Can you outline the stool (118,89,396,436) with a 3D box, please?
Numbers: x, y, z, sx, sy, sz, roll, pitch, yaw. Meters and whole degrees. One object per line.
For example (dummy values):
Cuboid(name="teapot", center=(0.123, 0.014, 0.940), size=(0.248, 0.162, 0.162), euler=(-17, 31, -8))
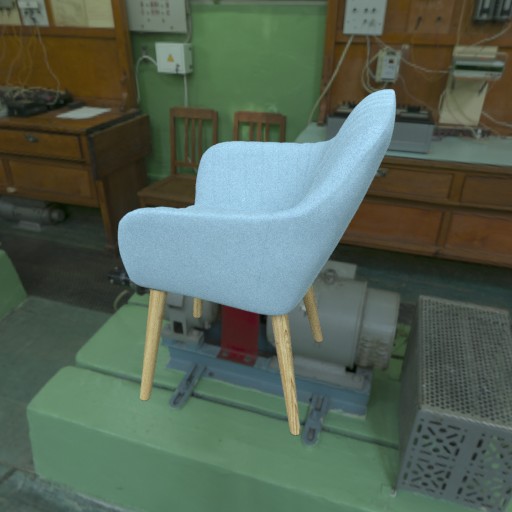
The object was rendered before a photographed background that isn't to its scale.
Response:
Cuboid(name="stool", center=(0.000, 0.000, 1.168), size=(0.590, 0.830, 0.503), euler=(8, 32, 14))
